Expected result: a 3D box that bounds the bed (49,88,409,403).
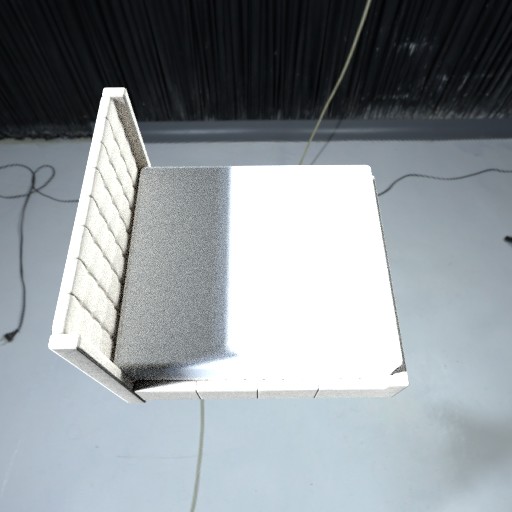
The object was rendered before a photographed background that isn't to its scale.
[{"bbox_3d":[0.000,0.000,3.688,2.370,1.743,2.045,-1,62,0],"label":"bed"}]
